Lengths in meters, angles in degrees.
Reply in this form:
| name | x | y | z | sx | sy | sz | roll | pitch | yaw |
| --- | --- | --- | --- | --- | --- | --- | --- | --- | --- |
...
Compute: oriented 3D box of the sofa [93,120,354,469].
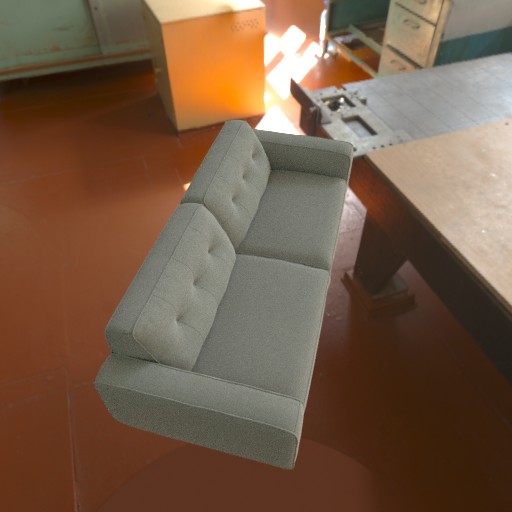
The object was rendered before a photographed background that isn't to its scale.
| name | x | y | z | sx | sy | sz | roll | pitch | yaw |
| --- | --- | --- | --- | --- | --- | --- | --- | --- | --- |
| sofa | 0.000 | 0.000 | 2.763 | 0.956 | 0.781 | 2.270 | 11 | 48 | 10 |
